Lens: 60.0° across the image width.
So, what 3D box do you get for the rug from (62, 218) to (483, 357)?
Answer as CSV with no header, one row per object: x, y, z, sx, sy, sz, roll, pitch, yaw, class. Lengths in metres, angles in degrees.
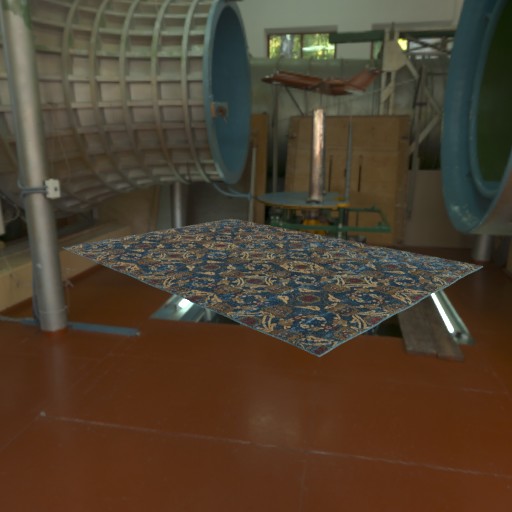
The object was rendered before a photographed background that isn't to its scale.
0.000,0.000,4.209,2.337,0.013,3.291,-14,21,-43,rug
